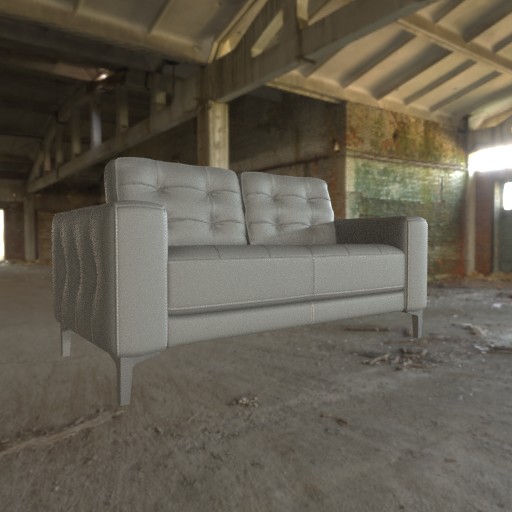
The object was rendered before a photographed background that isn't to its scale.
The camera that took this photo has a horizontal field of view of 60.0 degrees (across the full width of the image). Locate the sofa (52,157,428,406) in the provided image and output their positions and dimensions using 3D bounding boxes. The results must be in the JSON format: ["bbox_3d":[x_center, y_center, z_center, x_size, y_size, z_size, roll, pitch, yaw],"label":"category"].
[{"bbox_3d":[0.000,0.000,2.186,1.726,0.893,0.833,-2,3,-37],"label":"sofa"}]
